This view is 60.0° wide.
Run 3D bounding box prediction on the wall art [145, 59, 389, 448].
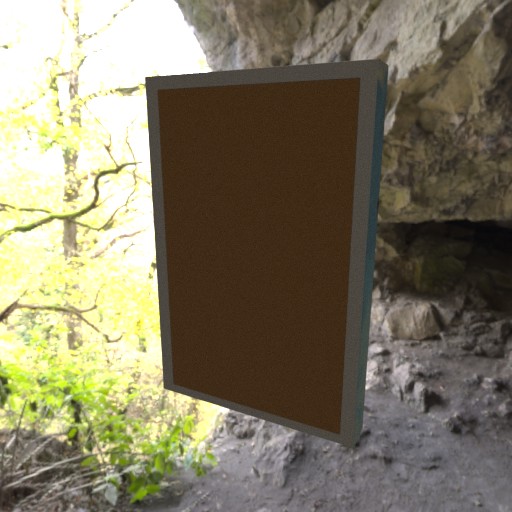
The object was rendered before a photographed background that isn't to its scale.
[{"bbox_3d":[0.000,0.000,0.489,0.251,0.380,0.039,8,17,26],"label":"wall art"}]
